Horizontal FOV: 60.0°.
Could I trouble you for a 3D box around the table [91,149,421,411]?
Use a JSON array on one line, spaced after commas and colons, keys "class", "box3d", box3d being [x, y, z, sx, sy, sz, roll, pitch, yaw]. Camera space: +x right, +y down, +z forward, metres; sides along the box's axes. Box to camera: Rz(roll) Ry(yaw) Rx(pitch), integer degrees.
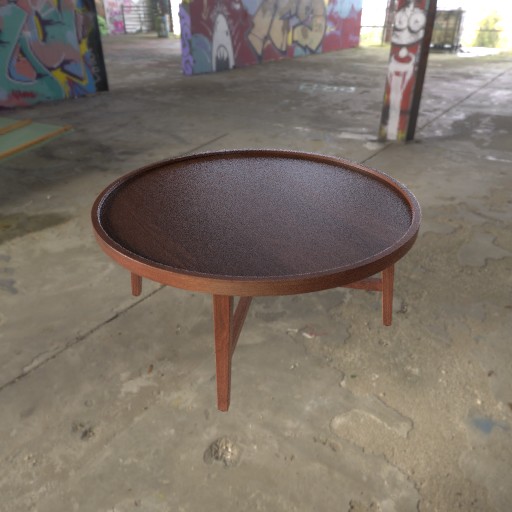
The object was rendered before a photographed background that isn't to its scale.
[{"class": "table", "box3d": [0.000, 0.000, 1.217, 0.800, 0.360, 0.800, 0, 30, 0]}]
